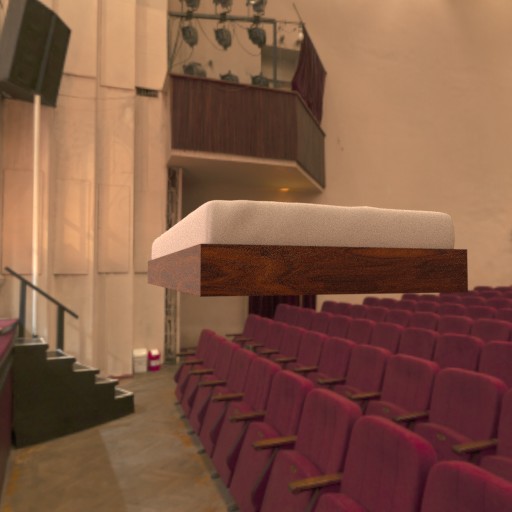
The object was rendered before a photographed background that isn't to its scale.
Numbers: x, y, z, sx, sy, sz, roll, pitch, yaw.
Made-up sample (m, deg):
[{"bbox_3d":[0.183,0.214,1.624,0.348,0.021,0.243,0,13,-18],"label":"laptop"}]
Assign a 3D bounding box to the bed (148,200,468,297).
[{"bbox_3d":[0.000,0.000,2.282,0.940,0.312,1.860,1,-2,-18],"label":"bed"}]
